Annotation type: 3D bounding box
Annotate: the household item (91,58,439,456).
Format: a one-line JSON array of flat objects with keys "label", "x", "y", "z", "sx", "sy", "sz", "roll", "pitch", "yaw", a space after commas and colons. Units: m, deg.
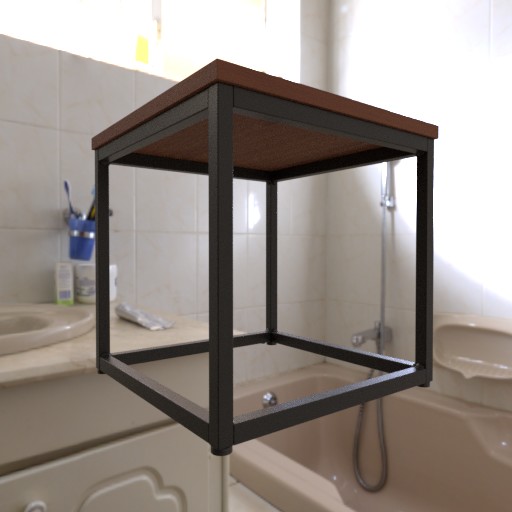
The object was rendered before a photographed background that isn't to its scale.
[{"label": "household item", "x": 0.000, "y": 0.000, "z": 0.720, "sx": 0.400, "sy": 0.400, "sz": 0.400, "roll": -1, "pitch": 1, "yaw": -37}]
